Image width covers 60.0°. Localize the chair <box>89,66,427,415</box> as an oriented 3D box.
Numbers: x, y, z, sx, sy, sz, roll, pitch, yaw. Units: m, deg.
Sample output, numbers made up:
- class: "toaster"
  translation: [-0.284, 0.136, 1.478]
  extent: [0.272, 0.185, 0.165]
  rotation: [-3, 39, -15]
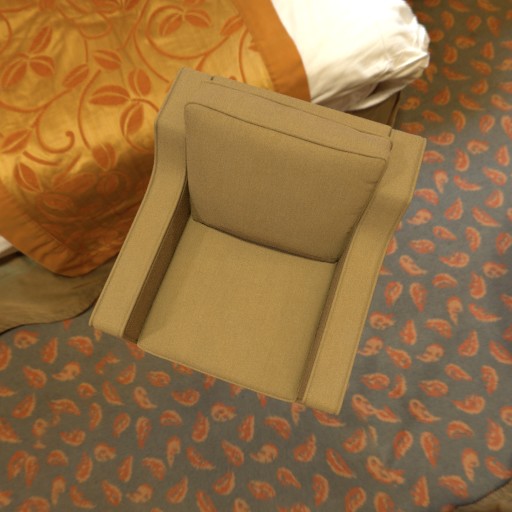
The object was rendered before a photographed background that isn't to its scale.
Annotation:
- class: "chair"
  translation: [0.000, 0.000, 1.634]
  extent: [0.831, 0.960, 0.909]
  rotation: [18, 75, 5]
